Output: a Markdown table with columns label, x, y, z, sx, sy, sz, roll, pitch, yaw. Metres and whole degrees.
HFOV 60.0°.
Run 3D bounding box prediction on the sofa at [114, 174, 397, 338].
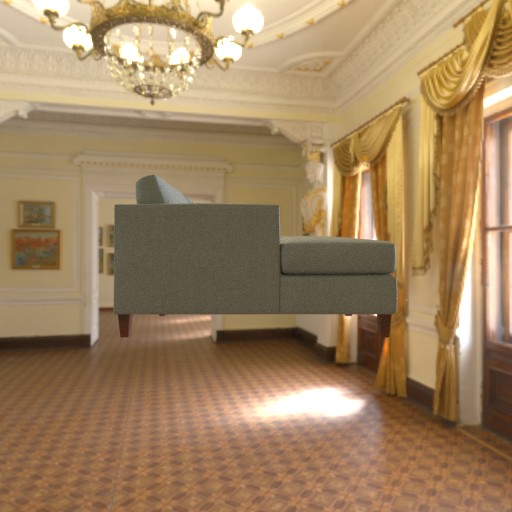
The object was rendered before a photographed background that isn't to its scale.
| label | x | y | z | sx | sy | sz | roll | pitch | yaw |
| --- | --- | --- | --- | --- | --- | --- | --- | --- | --- |
| sofa | 0.000 | 0.000 | 4.168 | 1.600 | 0.953 | 3.470 | 0 | -1 | 0 |
